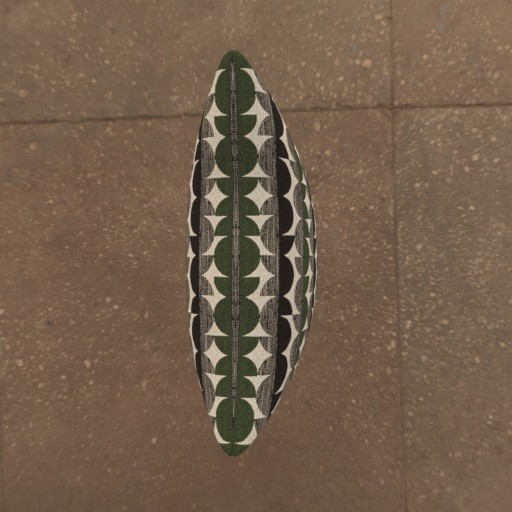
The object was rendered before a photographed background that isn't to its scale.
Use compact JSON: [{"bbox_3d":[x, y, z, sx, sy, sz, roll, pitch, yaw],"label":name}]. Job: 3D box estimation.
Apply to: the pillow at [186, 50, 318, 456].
[{"bbox_3d":[0.000,0.000,0.643,0.180,0.404,0.419,0,90,-1],"label":"pillow"}]
